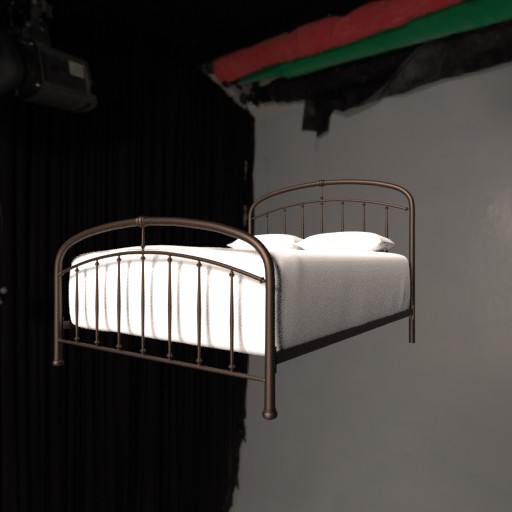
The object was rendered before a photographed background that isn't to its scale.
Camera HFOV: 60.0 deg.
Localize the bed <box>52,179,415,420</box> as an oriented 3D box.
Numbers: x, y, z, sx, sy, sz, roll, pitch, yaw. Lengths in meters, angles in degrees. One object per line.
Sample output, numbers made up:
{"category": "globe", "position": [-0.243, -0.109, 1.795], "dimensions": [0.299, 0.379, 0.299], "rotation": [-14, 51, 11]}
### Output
{"category": "bed", "position": [0.000, 0.000, 3.259], "dimensions": [1.711, 1.425, 2.180], "rotation": [0, 0, 35]}
